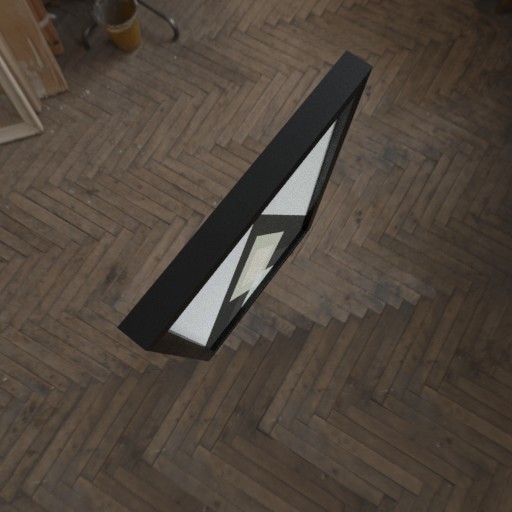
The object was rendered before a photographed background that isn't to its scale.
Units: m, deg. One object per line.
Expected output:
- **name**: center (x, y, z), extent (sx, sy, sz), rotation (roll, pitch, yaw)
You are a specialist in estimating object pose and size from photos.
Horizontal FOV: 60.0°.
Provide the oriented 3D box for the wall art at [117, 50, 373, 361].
- **wall art**: center (0.000, 0.000, 0.590), extent (0.031, 0.457, 0.313), rotation (36, 78, 9)
